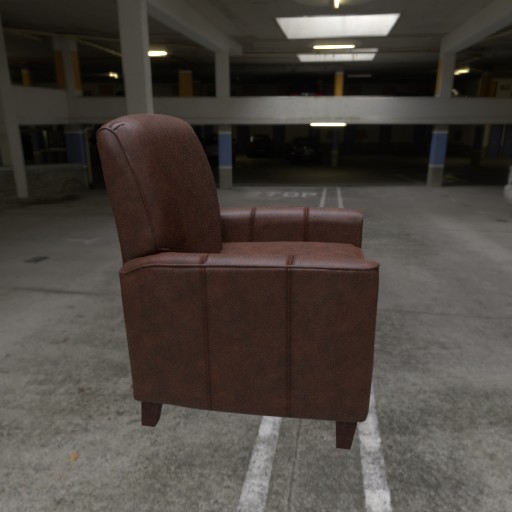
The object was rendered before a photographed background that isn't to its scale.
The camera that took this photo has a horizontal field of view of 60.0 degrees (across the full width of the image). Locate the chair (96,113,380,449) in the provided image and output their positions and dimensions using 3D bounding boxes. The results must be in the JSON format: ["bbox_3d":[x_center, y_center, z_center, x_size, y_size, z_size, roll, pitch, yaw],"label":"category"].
[{"bbox_3d":[0.000,0.000,1.648,0.850,1.010,0.839,3,17,9],"label":"chair"}]
